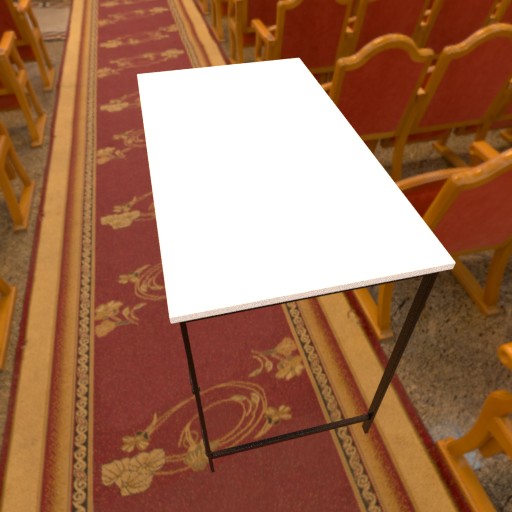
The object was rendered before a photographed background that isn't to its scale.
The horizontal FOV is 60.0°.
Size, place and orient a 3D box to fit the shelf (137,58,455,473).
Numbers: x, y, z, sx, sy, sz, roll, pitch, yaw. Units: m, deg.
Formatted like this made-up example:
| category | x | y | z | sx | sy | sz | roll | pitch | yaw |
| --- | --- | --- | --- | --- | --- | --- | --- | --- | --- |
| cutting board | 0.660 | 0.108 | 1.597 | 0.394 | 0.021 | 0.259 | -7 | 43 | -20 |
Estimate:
| category | x | y | z | sx | sy | sz | roll | pitch | yaw |
| --- | --- | --- | --- | --- | --- | --- | --- | --- | --- |
| shelf | 0.000 | 0.000 | 1.306 | 0.498 | 0.750 | 0.902 | -10 | 47 | -9 |
